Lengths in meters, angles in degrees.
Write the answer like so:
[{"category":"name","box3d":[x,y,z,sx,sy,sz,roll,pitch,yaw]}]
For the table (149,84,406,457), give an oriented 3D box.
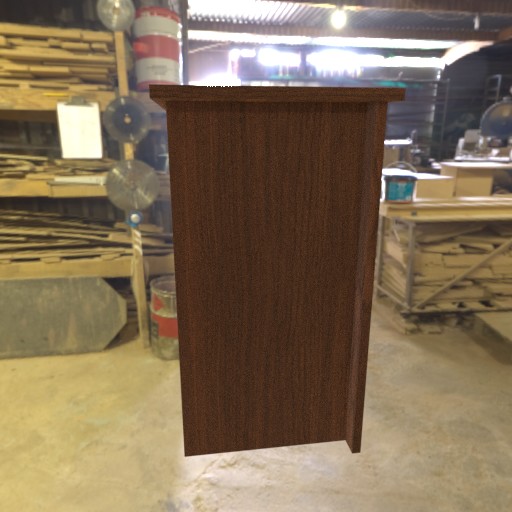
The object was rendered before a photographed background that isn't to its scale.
[{"category":"table","box3d":[0.000,0.000,1.059,0.406,0.711,0.589,-2,16,-8]}]
